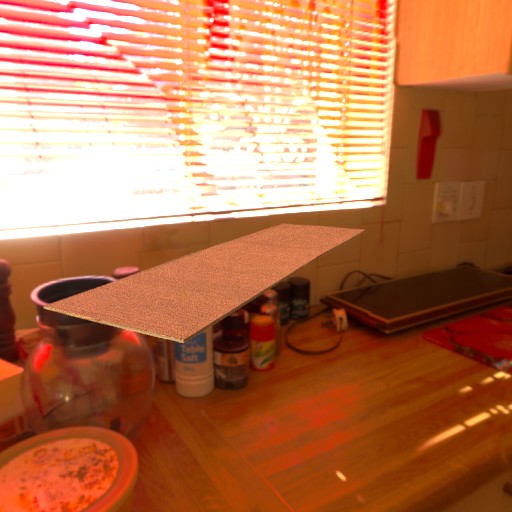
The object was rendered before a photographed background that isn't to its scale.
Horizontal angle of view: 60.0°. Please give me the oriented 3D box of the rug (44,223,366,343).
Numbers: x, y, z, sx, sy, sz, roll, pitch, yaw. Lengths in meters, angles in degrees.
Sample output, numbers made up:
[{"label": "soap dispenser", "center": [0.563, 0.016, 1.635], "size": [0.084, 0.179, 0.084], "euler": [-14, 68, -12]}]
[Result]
[{"label": "rug", "center": [0.000, 0.000, 2.600], "size": [0.692, 0.032, 2.320], "euler": [7, 15, 27]}]
